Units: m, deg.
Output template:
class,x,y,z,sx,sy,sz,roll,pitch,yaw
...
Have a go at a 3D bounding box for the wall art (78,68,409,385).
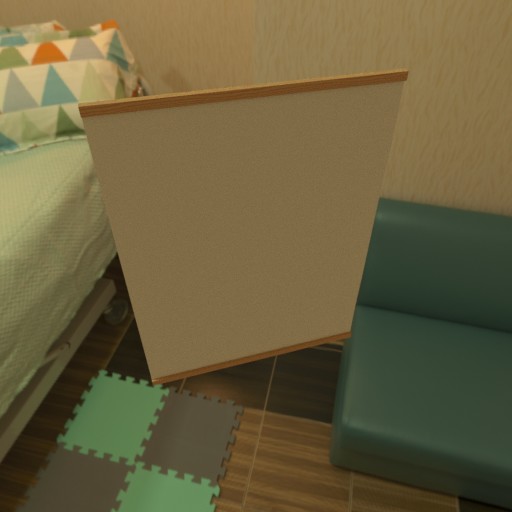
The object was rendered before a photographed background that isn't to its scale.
class,x,y,z,sx,sy,sz,roll,pitch,yaw
wall art,0.000,0.000,0.795,0.458,0.605,0.011,-11,42,-12
